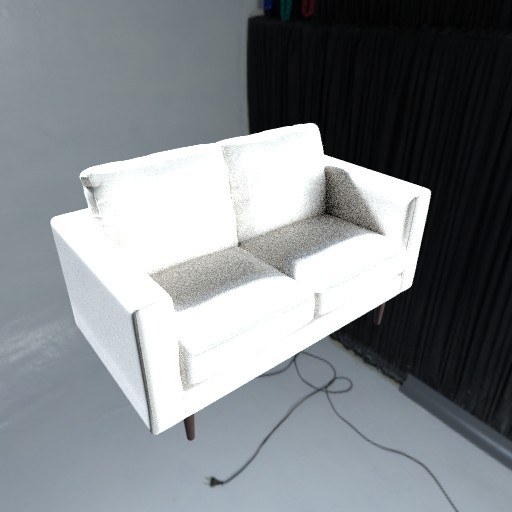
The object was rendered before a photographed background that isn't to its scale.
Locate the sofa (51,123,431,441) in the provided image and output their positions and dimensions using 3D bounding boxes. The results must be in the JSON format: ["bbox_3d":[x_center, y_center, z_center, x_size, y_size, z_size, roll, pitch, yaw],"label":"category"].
[{"bbox_3d":[0.000,0.000,1.947,1.430,0.908,0.796,-22,36,-33],"label":"sofa"}]
